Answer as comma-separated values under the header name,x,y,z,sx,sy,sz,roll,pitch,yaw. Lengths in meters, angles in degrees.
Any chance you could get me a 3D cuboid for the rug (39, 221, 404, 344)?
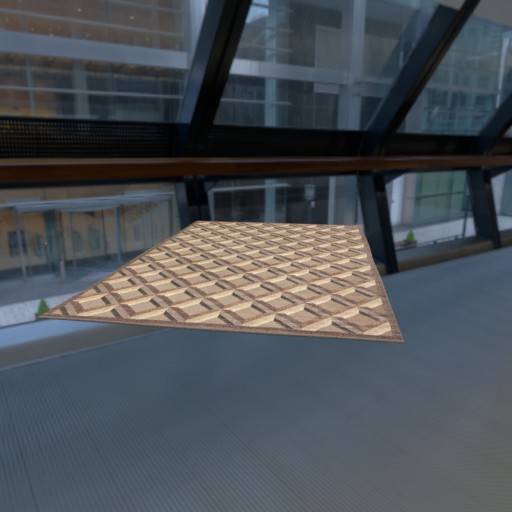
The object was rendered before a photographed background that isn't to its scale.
name,x,y,z,sx,sy,sz,roll,pitch,yaw
rug,0.000,0.000,2.052,1.066,0.011,1.677,2,15,9
